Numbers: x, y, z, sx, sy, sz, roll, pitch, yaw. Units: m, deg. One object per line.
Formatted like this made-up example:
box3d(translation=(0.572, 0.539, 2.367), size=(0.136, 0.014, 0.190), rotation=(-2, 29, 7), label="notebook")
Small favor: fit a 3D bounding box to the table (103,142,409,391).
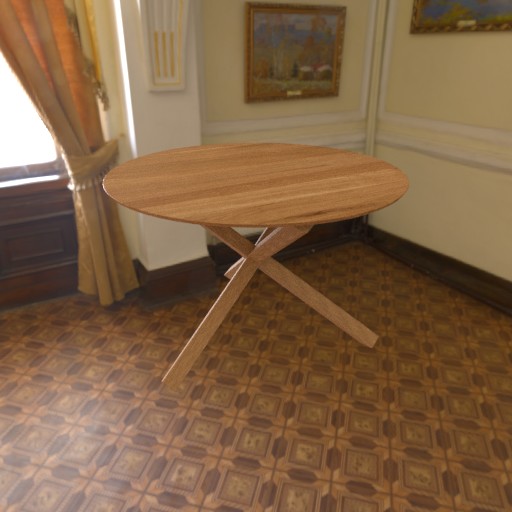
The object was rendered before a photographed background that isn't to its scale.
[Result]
box3d(translation=(0.000, 0.000, 1.714), size=(1.038, 0.666, 1.038), rotation=(0, 25, 0), label="table")
